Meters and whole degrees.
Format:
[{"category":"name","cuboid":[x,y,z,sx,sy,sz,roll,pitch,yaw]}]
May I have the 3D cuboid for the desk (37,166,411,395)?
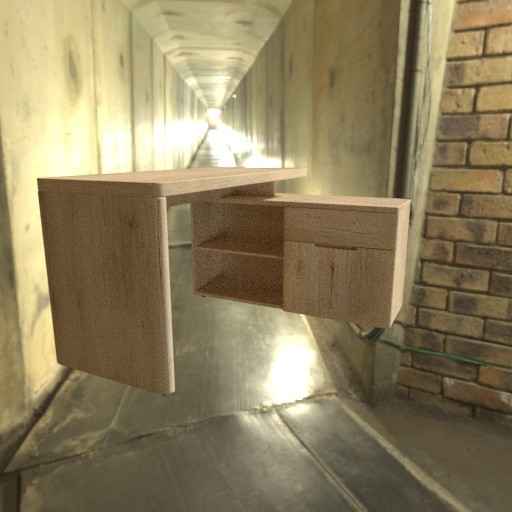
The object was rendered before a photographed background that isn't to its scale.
[{"category":"desk","cuboid":[0.000,0.000,2.095,1.175,0.770,1.400,7,15,26]}]
